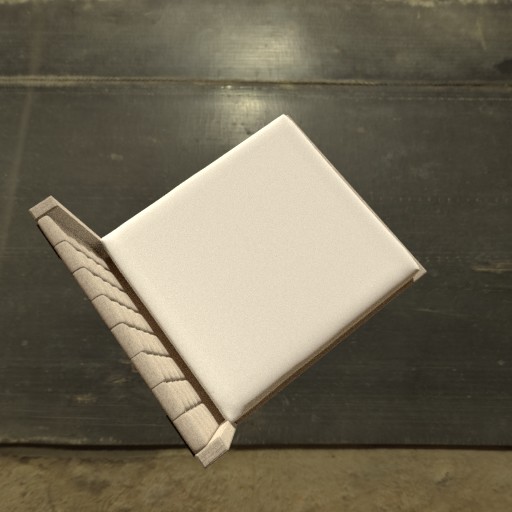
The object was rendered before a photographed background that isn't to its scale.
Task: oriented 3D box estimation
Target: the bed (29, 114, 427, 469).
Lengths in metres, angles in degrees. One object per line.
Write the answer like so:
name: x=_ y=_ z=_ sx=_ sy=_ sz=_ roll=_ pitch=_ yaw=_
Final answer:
bed: x=0.000 y=0.000 z=3.811 sx=2.372 sy=1.748 sz=2.044 roll=-37 pitch=78 yaw=-9
